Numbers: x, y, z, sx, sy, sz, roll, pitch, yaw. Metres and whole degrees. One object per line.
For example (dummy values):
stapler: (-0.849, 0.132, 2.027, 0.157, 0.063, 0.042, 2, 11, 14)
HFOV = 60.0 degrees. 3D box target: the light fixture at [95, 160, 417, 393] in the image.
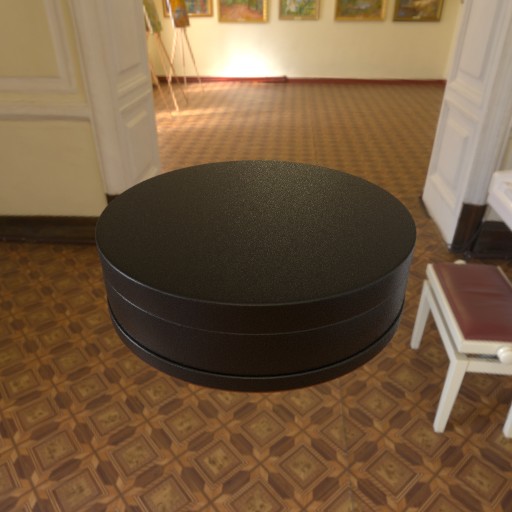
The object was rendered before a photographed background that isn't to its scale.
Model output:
light fixture: (0.000, 0.000, 0.428, 0.283, 0.097, 0.283, 0, 31, 0)
